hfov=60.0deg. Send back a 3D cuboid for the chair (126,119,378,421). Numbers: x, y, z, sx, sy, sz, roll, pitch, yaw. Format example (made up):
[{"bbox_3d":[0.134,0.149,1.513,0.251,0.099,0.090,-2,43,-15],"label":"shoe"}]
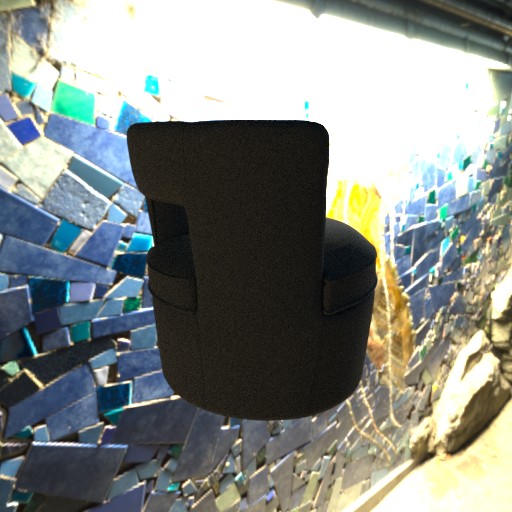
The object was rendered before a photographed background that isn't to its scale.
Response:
[{"bbox_3d":[0.000,0.000,1.260,0.660,0.719,0.689,-8,17,-26],"label":"chair"}]
